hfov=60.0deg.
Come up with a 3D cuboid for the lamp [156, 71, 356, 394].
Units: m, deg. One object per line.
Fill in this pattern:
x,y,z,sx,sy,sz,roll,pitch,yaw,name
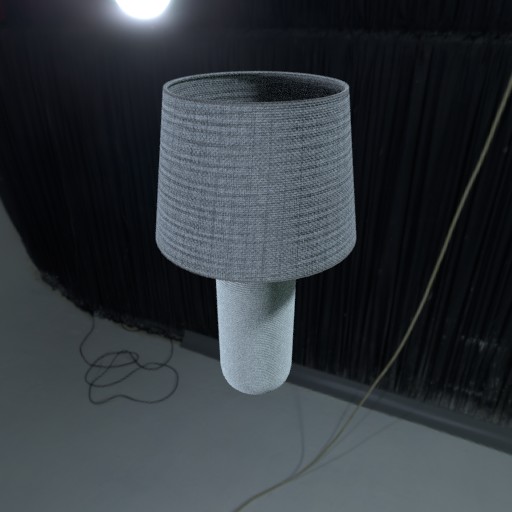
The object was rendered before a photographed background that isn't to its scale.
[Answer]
0.000,0.000,0.587,0.251,0.429,0.251,0,30,0,lamp
